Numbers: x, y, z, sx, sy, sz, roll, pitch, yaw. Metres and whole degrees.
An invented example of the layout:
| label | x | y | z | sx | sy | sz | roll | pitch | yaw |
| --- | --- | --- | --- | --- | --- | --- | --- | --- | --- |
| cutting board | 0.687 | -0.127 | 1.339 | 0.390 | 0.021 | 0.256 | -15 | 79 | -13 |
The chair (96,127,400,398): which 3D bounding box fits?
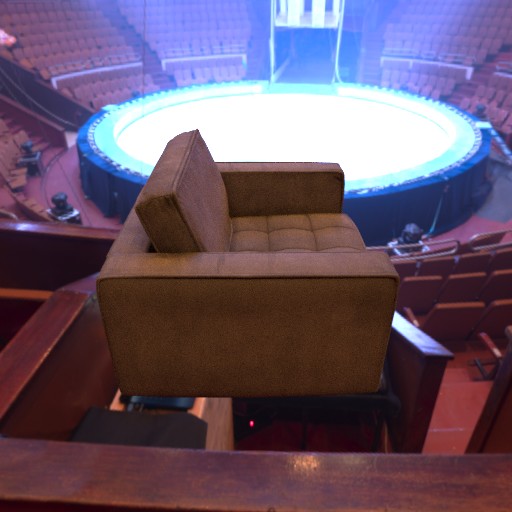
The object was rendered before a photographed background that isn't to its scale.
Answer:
| label | x | y | z | sx | sy | sz | roll | pitch | yaw |
| --- | --- | --- | --- | --- | --- | --- | --- | --- | --- |
| chair | 0.000 | 0.000 | 1.599 | 0.843 | 0.773 | 0.928 | 0 | 31 | -1 |
